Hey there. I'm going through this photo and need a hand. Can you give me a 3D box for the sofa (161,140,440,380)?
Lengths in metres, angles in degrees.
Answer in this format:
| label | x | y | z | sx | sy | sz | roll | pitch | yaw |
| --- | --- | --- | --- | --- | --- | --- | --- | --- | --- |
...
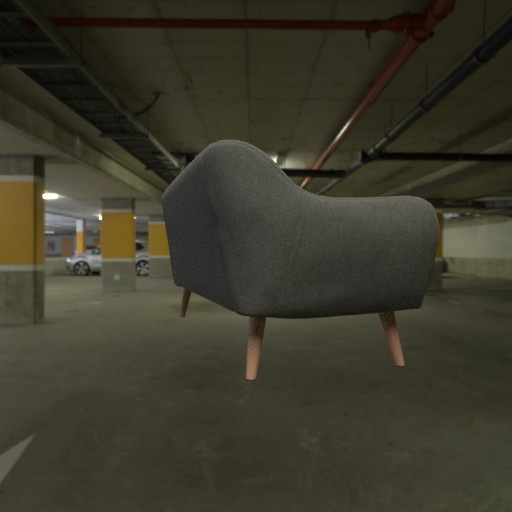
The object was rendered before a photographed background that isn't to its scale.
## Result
| label | x | y | z | sx | sy | sz | roll | pitch | yaw |
| --- | --- | --- | --- | --- | --- | --- | --- | --- | --- |
| sofa | 0.000 | 0.000 | 2.301 | 0.820 | 0.820 | 1.840 | 0 | 1 | -18 |
